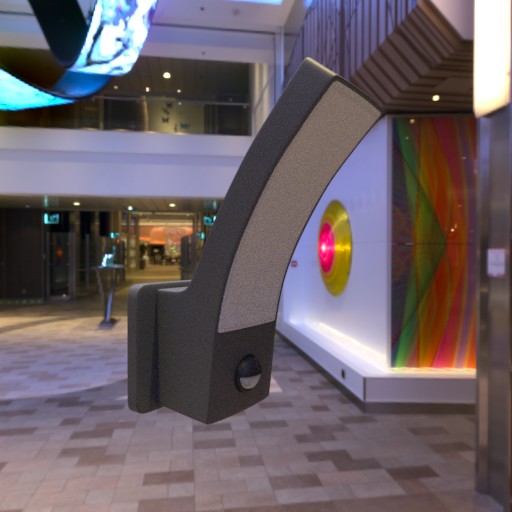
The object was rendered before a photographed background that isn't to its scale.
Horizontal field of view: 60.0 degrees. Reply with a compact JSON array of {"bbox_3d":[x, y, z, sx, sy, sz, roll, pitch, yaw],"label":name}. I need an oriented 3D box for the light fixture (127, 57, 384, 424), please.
[{"bbox_3d":[0.000,0.000,0.336,0.174,0.243,0.108,0,0,35],"label":"light fixture"}]
